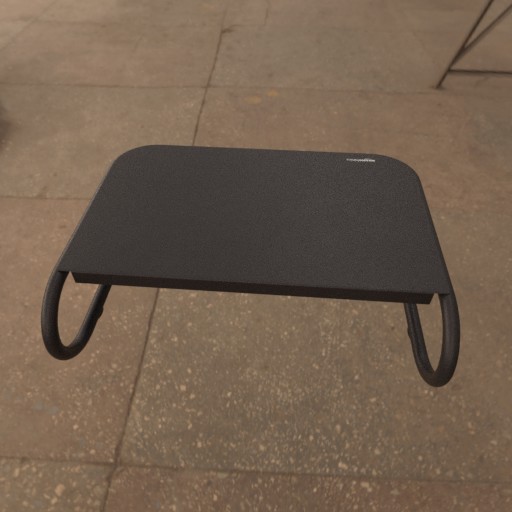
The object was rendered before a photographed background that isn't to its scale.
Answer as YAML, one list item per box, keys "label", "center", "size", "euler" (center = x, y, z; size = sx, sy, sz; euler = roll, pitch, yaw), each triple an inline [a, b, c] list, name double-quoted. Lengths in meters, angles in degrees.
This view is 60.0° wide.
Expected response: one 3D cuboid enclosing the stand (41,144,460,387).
- label: "stand"
  center: [0.000, 0.000, 0.496]
  size: [0.370, 0.108, 0.280]
  euler: [3, 46, 3]
